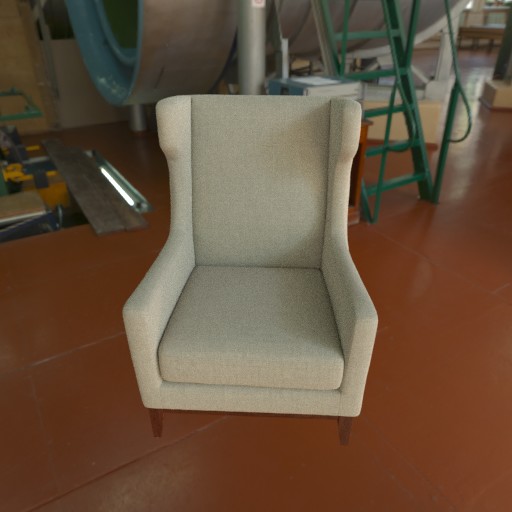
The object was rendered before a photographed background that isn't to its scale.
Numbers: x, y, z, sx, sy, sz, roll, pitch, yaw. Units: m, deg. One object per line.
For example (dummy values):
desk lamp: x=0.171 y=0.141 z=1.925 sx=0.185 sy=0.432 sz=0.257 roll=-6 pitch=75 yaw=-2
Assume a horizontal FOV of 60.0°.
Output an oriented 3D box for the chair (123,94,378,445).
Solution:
chair: x=0.000 y=0.000 z=1.681 sx=0.778 sy=1.079 sz=0.899 roll=1 pitch=30 yaw=2
